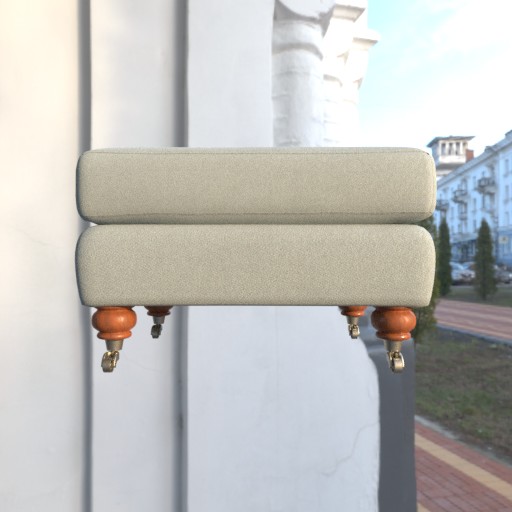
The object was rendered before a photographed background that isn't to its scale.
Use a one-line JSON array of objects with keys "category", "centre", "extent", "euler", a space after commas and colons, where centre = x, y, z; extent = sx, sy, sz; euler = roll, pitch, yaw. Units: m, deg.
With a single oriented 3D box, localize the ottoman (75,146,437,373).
[{"category": "ottoman", "centre": [0.000, 0.000, 1.180], "extent": [0.773, 0.499, 0.569], "euler": [0, -1, 1]}]
